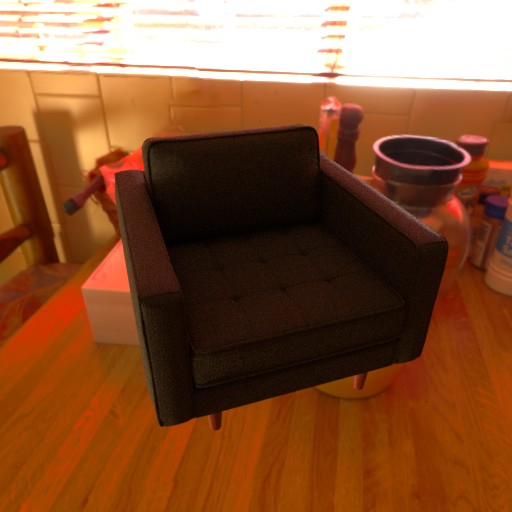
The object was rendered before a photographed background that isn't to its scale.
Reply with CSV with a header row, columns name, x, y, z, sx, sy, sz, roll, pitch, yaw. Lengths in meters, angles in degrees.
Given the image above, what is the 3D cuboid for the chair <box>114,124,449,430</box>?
name,x,y,z,sx,sy,sz,roll,pitch,yaw
chair,0.000,0.000,1.598,0.899,0.770,0.919,-10,33,-16
